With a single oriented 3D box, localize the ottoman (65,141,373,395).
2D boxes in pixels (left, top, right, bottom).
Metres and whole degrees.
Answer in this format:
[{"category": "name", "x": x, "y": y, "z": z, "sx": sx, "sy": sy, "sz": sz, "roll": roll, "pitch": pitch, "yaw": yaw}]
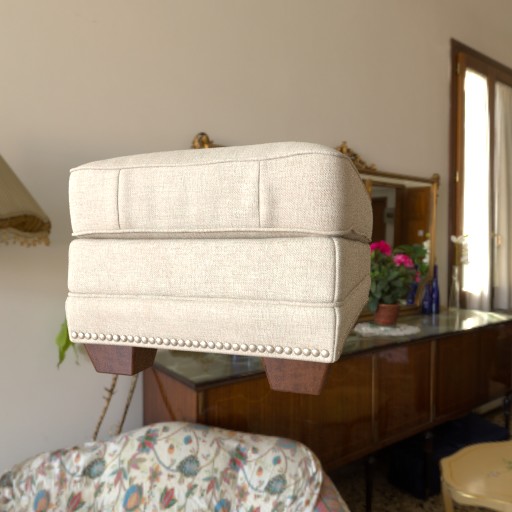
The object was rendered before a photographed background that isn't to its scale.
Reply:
[{"category": "ottoman", "x": 0.000, "y": 0.000, "z": 1.153, "sx": 0.559, "sy": 0.458, "sz": 0.813, "roll": 0, "pitch": 1, "yaw": 18}]
